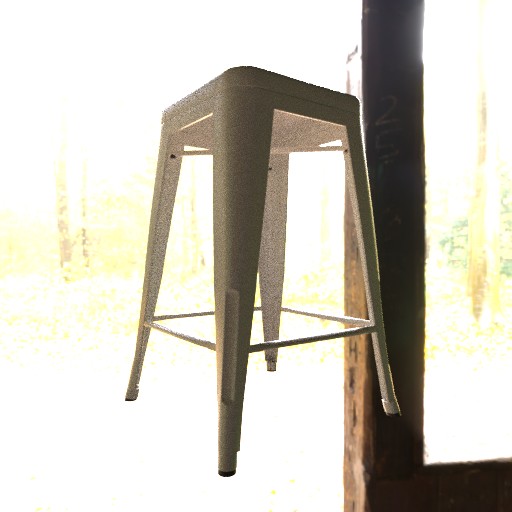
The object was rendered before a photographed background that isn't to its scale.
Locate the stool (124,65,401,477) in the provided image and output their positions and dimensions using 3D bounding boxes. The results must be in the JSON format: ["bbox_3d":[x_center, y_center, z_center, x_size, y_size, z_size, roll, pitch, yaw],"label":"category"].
[{"bbox_3d":[0.000,0.000,0.892,0.406,0.610,0.406,-1,1,-36],"label":"stool"}]
